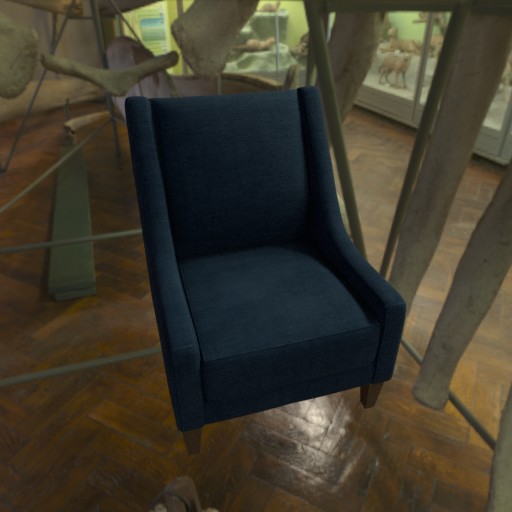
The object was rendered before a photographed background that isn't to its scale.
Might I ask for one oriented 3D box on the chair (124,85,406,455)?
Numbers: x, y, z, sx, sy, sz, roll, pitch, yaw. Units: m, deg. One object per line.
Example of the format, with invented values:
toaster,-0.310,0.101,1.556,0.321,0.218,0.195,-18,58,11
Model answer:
chair,0.000,0.000,1.622,0.774,1.014,0.870,-9,32,-14
